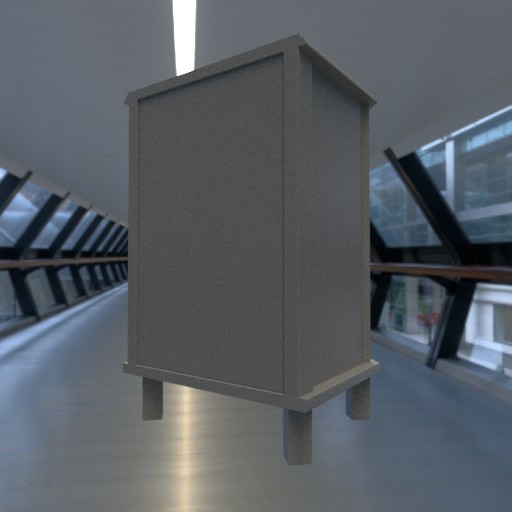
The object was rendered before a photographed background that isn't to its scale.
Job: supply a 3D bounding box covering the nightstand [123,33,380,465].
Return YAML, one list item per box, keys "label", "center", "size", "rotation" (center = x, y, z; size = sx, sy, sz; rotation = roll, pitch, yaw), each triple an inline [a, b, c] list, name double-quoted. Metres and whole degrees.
- label: "nightstand"
  center: [0.000, 0.000, 0.941]
  size: [0.435, 0.680, 0.348]
  rotation: [-1, -1, 36]
